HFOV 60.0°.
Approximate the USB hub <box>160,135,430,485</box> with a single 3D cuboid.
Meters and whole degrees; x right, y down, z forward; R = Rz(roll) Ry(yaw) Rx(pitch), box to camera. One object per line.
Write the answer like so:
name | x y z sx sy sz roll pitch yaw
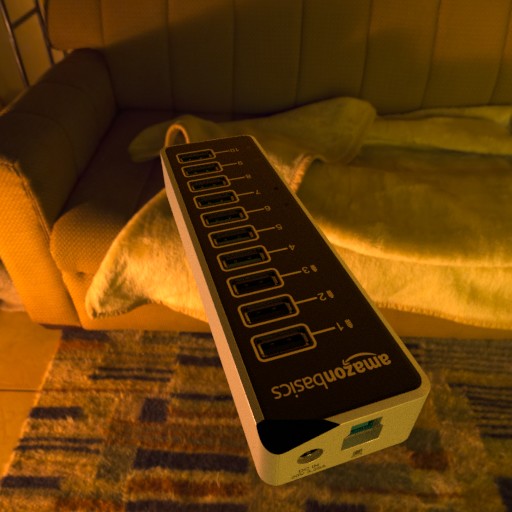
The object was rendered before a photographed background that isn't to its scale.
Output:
USB hub | 0.000 0.000 0.160 0.044 0.023 0.145 -12 43 -14
